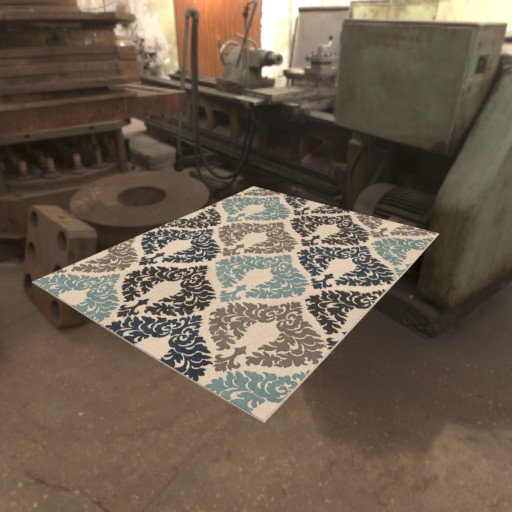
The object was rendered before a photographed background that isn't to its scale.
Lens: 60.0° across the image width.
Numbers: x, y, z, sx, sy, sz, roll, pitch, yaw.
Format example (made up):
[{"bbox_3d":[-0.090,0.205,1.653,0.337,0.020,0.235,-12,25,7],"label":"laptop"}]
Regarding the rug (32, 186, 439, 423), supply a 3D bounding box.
[{"bbox_3d":[0.000,0.000,4.116,2.423,0.014,3.040,20,34,32],"label":"rug"}]
